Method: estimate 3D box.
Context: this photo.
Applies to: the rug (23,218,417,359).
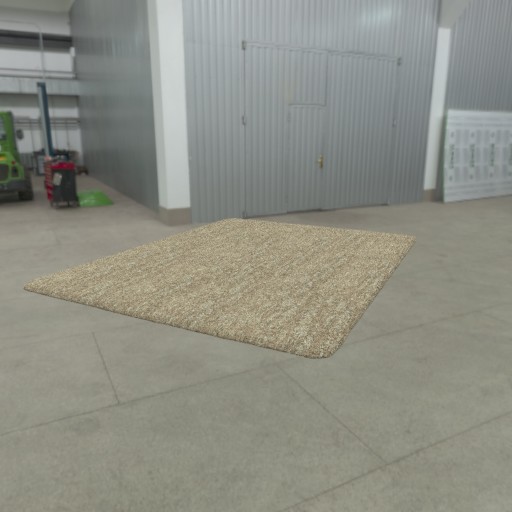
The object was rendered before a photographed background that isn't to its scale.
[{"bbox_3d":[0.000,0.000,3.769,2.242,0.050,2.873,8,17,26],"label":"rug"}]
